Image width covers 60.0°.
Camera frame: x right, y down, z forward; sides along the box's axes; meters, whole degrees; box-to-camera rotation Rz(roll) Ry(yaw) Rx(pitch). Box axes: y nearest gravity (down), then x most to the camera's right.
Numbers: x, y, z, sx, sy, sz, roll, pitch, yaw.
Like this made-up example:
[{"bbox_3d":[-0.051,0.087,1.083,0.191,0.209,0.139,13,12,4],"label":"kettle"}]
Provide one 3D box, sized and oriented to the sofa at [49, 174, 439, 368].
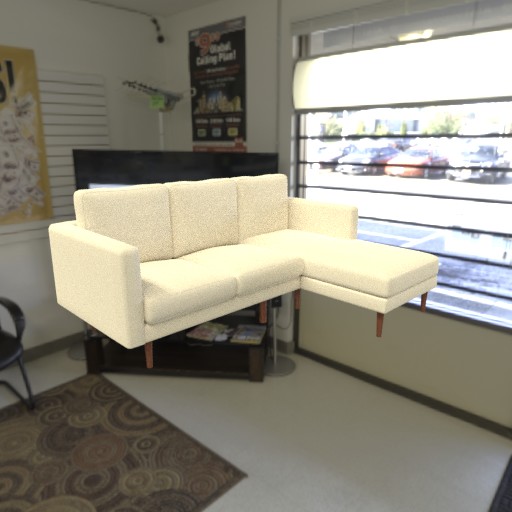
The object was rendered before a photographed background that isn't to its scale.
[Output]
[{"bbox_3d":[0.000,0.000,2.891,2.029,0.899,1.580,-14,20,-43],"label":"sofa"}]
